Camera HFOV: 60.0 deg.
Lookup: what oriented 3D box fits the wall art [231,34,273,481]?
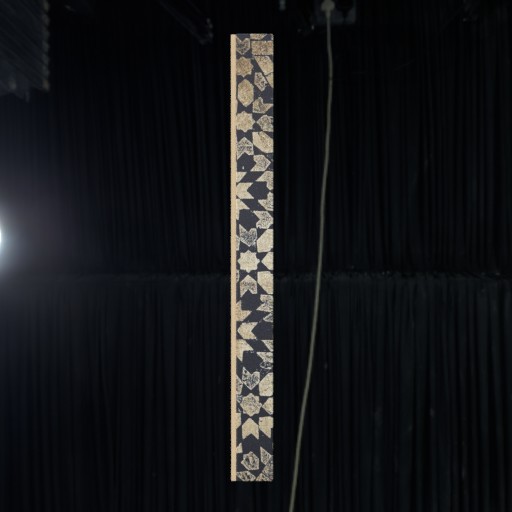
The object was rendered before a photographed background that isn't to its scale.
[{"bbox_3d":[0.000,0.000,0.603,0.038,0.405,0.405,0,1,1],"label":"wall art"}]
